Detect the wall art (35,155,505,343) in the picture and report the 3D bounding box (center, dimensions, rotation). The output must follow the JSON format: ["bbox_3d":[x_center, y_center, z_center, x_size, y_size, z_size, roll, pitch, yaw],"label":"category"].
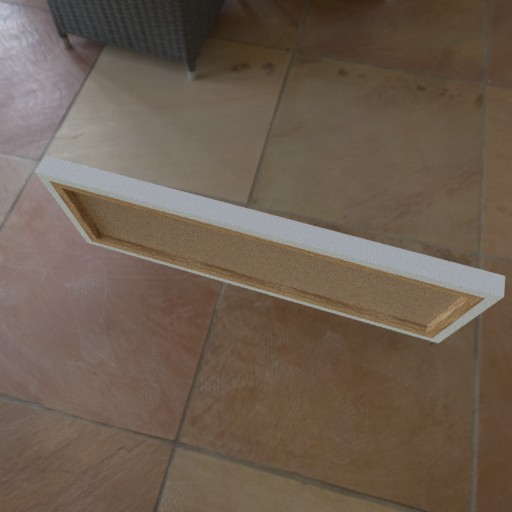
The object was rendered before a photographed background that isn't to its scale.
[{"bbox_3d":[0.000,0.000,0.814,0.763,0.255,0.038,15,65,7],"label":"wall art"}]
